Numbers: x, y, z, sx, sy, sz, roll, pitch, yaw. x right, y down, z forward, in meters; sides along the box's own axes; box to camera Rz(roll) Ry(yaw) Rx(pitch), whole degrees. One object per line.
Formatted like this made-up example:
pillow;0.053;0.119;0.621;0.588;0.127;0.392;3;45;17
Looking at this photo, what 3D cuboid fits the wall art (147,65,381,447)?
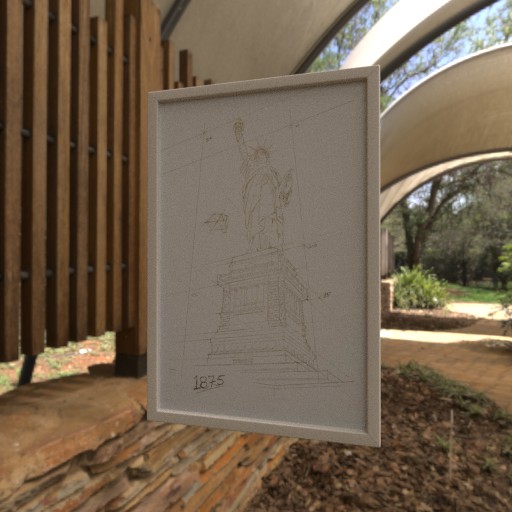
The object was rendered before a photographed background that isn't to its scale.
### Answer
wall art;0.000;0.000;1.030;0.556;0.813;0.026;0;0;17
